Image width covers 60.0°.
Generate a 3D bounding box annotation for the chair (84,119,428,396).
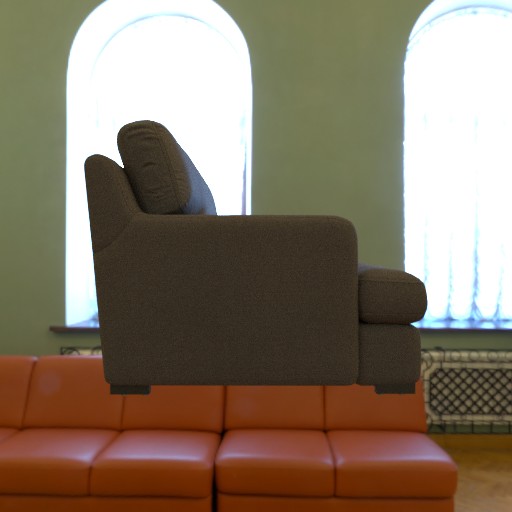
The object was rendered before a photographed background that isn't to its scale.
[{"bbox_3d":[0.000,0.000,1.983,1.143,0.940,1.168,0,-1,0],"label":"chair"}]
